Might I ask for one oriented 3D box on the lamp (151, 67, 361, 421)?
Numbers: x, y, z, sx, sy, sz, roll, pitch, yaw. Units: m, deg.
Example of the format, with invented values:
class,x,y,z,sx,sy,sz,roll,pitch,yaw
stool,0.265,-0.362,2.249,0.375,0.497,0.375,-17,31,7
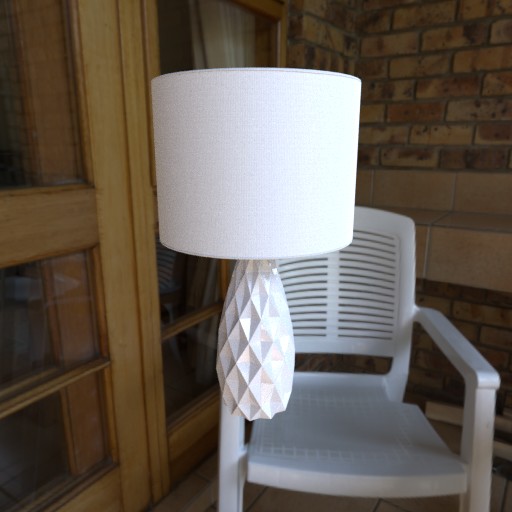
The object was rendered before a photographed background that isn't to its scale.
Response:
class,x,y,z,sx,sy,sz,roll,pitch,yaw
lamp,0.000,0.000,0.706,0.297,0.522,0.297,0,14,0
